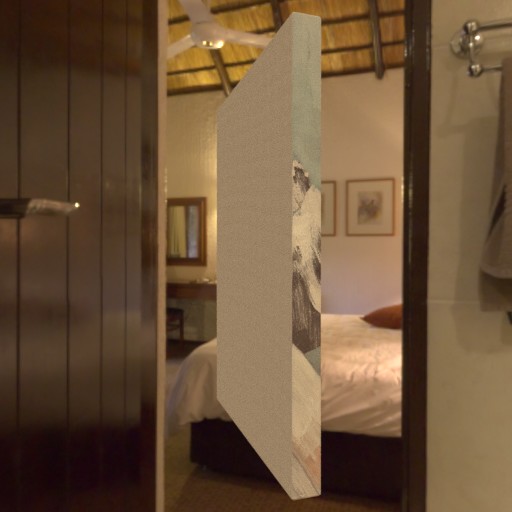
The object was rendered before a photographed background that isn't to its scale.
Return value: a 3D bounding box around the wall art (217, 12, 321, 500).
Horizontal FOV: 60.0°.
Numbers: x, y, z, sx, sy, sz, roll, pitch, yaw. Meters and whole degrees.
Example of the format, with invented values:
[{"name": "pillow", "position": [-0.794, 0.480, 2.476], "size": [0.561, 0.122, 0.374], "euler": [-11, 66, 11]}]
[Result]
[{"name": "wall art", "position": [0.000, 0.000, 1.121], "size": [0.061, 0.911, 0.609], "euler": [0, 0, -18]}]
